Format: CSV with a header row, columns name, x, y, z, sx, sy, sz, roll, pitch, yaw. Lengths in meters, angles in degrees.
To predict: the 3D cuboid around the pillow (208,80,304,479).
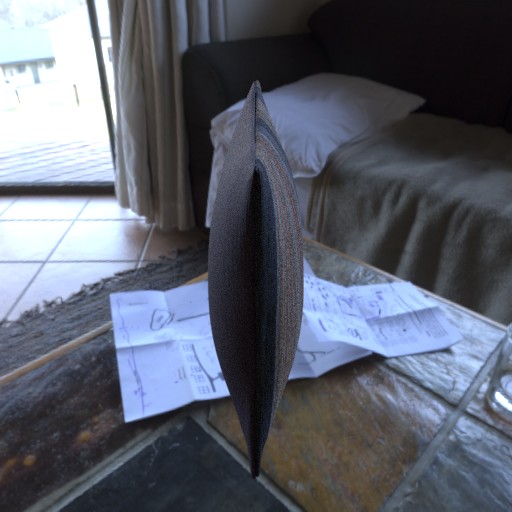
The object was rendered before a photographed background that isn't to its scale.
name,x,y,z,sx,sy,sz,roll,pitch,yaw
pillow,0.000,0.000,0.648,0.136,0.419,0.437,0,31,0
